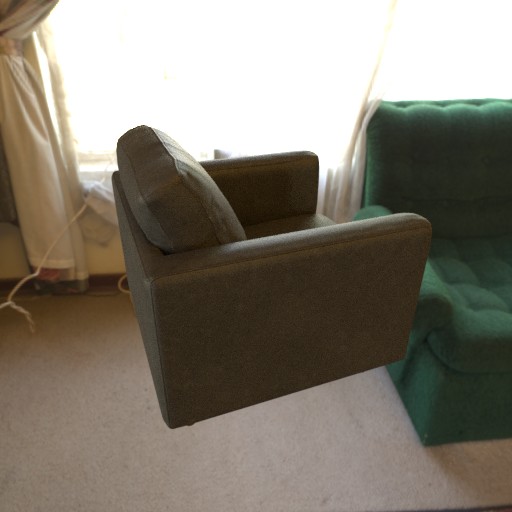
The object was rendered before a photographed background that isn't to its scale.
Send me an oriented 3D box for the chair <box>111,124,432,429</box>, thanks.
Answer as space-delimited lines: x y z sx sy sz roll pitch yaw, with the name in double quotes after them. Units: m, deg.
0.000 0.000 1.606 0.879 0.898 0.831 -11 32 -18 "chair"
